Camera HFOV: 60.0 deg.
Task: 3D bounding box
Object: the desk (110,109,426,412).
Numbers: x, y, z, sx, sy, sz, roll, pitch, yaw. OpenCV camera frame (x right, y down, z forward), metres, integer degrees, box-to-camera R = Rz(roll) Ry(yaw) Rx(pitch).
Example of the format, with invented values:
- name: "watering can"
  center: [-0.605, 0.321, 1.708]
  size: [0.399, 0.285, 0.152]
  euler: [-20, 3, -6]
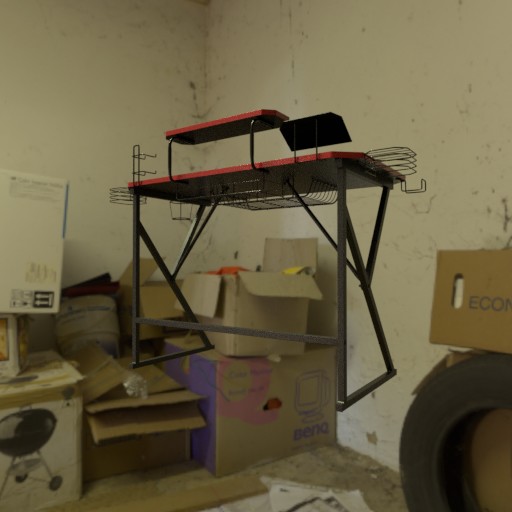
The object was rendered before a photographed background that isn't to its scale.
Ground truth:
- name: "desk"
  center: [0.000, 0.000, 1.735]
  size: [1.280, 0.913, 0.588]
  euler: [-1, -1, 34]
